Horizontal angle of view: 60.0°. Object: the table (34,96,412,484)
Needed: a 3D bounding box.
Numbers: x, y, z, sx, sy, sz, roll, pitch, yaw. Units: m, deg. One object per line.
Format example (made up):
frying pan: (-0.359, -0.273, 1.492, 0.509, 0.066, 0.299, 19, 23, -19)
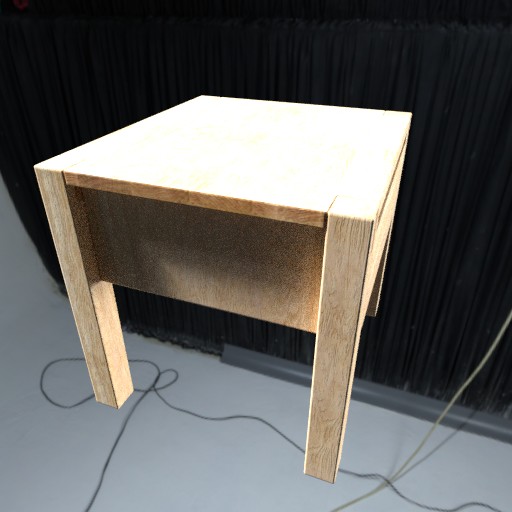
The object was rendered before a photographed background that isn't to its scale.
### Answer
table: (0.000, 0.000, 0.819, 0.440, 0.450, 0.480, 11, 33, 18)
